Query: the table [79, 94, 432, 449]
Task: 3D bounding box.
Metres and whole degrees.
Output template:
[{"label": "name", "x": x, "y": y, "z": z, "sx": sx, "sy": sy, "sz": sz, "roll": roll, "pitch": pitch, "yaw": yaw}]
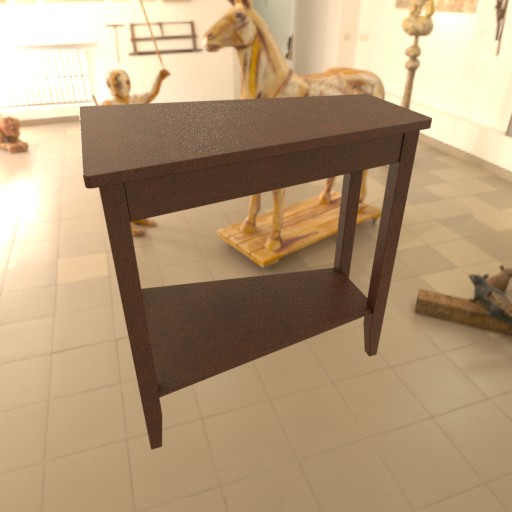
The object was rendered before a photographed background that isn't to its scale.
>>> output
[{"label": "table", "x": 0.000, "y": 0.000, "z": 0.960, "sx": 0.605, "sy": 0.589, "sz": 0.399, "roll": -10, "pitch": 33, "yaw": -16}]
